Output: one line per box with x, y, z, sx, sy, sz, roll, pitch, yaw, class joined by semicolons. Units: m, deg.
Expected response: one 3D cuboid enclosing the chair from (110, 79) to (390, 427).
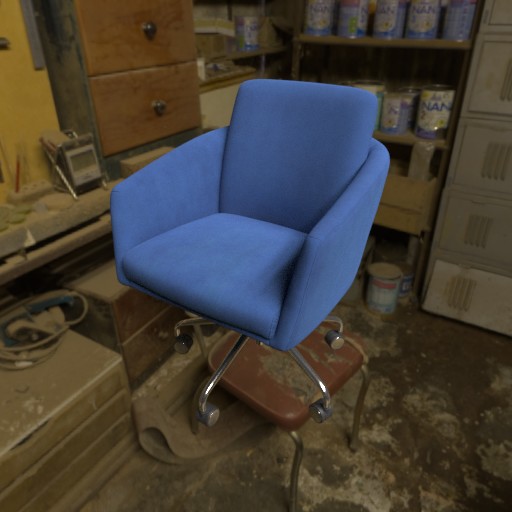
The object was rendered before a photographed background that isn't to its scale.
0.000;0.000;1.318;0.641;0.908;0.635;18;34;29;chair
